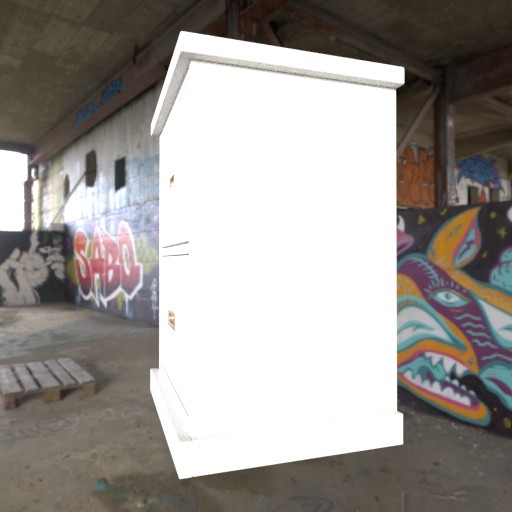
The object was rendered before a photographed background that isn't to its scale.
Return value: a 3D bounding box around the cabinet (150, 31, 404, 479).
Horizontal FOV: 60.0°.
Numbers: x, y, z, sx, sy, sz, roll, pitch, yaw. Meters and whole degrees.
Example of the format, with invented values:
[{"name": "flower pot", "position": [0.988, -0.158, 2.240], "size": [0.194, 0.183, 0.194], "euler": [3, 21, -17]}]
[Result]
[{"name": "cabinet", "position": [0.000, 0.000, 1.026], "size": [0.431, 0.723, 0.520], "euler": [0, -1, -18]}]
